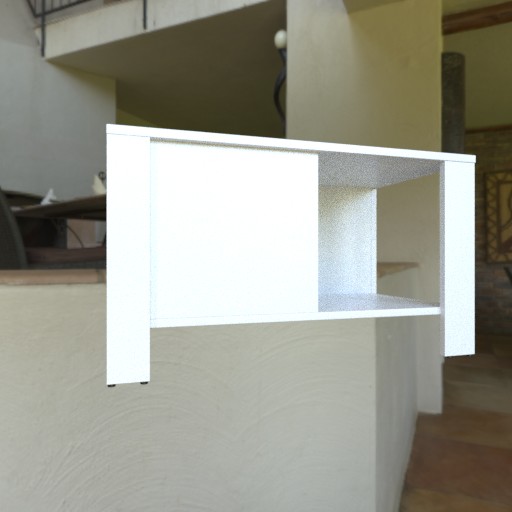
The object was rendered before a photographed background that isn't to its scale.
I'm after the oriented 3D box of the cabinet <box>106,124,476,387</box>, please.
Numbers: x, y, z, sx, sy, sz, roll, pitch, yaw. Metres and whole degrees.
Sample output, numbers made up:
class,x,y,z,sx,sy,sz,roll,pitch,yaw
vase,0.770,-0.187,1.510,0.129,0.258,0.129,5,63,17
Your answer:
class,x,y,z,sx,sy,sz,roll,pitch,yaw
cabinet,0.000,0.000,1.272,0.800,0.460,0.800,0,0,-18
